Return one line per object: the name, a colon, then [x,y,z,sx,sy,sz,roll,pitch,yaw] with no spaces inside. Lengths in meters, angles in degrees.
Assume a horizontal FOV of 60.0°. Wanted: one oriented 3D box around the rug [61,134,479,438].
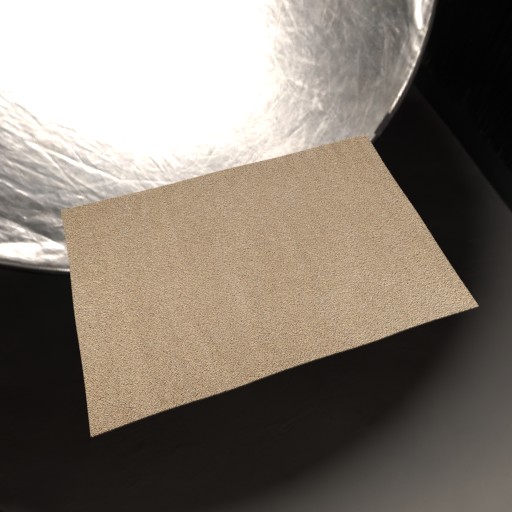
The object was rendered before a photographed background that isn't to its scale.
rug: [0.000,0.000,3.338,2.699,0.025,1.800,-16,60,-10]
